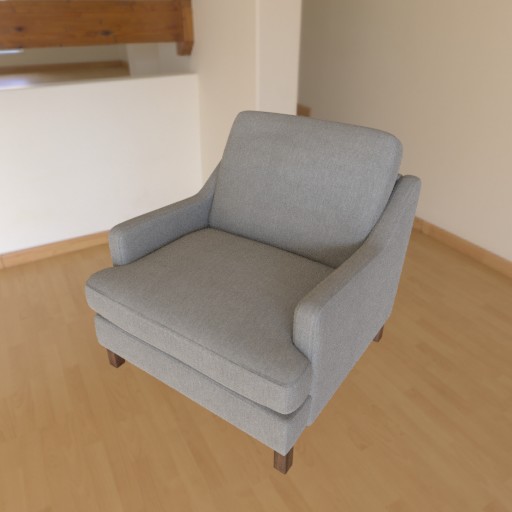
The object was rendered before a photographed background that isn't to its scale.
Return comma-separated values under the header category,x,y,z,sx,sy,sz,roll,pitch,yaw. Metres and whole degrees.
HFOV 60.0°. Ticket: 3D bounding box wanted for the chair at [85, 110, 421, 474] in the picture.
category,x,y,z,sx,sy,sz,roll,pitch,yaw
chair,0.000,0.000,1.551,0.826,0.821,0.892,20,35,30
